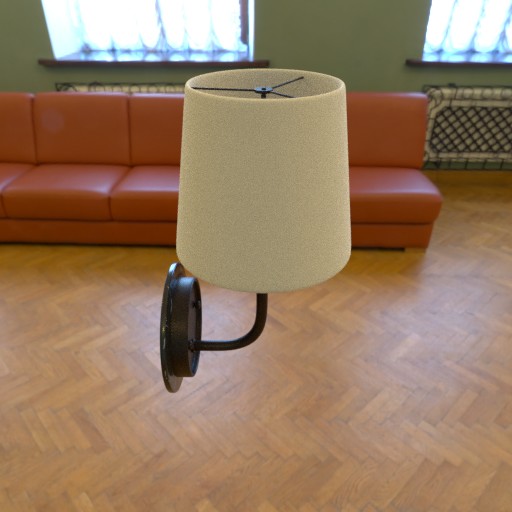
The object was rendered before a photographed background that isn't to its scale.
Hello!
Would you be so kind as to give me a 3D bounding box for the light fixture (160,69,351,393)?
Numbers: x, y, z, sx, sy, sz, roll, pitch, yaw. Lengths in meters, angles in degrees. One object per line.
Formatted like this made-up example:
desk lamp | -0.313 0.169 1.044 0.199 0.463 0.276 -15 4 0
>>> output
light fixture | 0.000 0.000 0.453 0.188 0.337 0.168 0 32 1
